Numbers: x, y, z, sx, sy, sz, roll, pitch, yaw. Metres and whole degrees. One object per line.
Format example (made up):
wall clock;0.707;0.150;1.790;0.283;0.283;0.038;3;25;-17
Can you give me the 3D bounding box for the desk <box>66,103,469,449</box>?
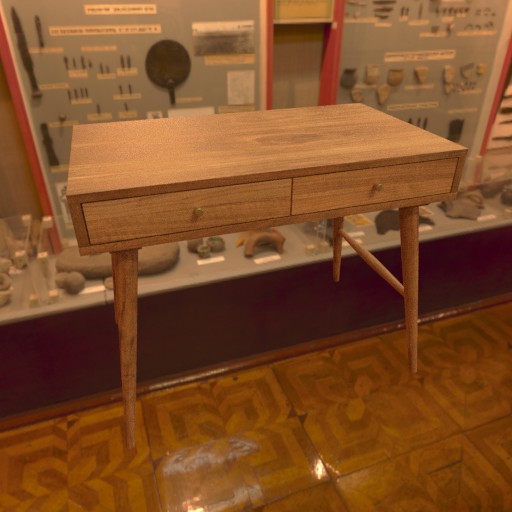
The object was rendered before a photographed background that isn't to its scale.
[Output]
desk;0.000;0.000;1.398;0.949;0.758;0.588;-10;32;-15
